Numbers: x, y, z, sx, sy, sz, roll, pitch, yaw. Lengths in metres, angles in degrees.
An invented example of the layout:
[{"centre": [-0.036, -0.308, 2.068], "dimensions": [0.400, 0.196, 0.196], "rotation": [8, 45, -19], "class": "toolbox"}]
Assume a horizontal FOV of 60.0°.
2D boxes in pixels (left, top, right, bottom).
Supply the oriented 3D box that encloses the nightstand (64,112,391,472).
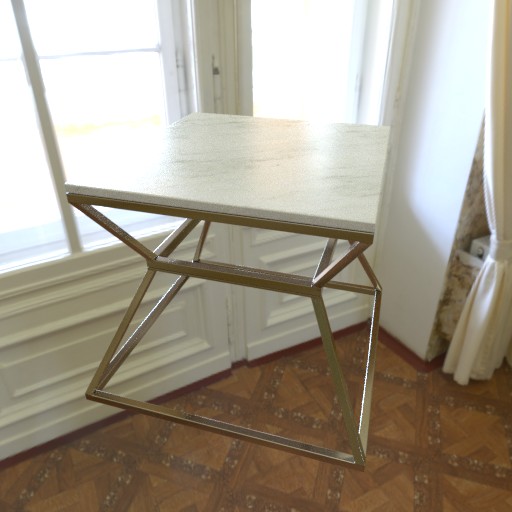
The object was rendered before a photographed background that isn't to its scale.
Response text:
[{"centre": [0.000, 0.000, 0.874], "dimensions": [0.514, 0.426, 0.513], "rotation": [9, 32, 14], "class": "nightstand"}]
